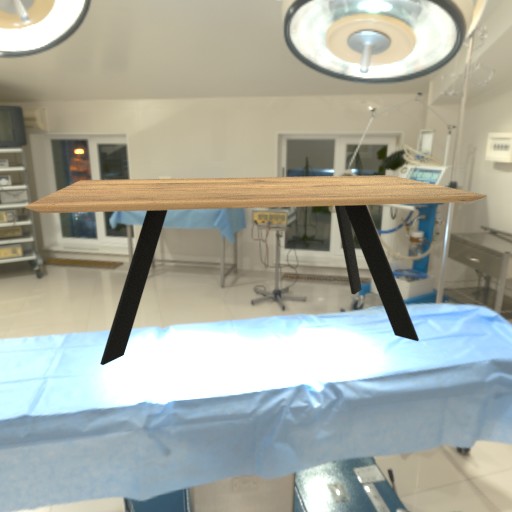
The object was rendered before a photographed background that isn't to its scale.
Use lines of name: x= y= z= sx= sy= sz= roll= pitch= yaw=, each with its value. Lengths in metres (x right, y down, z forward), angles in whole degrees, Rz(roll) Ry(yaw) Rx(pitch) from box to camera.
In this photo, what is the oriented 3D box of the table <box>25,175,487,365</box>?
table: x=0.000 y=0.000 z=2.475 sx=2.000 sy=0.770 sz=1.000 roll=-2 pitch=16 yaw=-9
